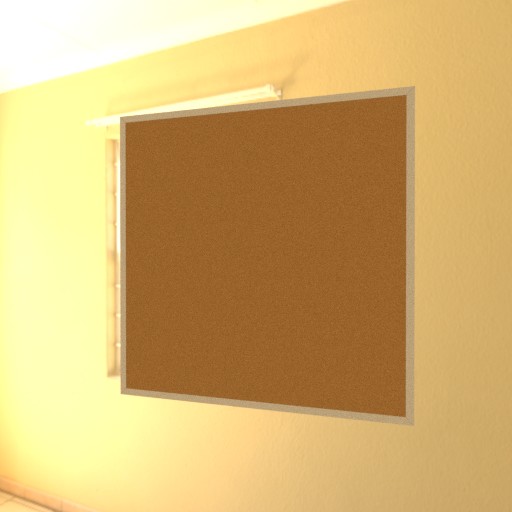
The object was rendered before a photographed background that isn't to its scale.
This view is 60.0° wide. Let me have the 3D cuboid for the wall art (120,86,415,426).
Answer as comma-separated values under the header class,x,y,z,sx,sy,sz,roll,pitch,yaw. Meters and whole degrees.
class,x,y,z,sx,sy,sz,roll,pitch,yaw
wall art,0.000,0.000,0.453,0.304,0.304,0.024,0,0,17
